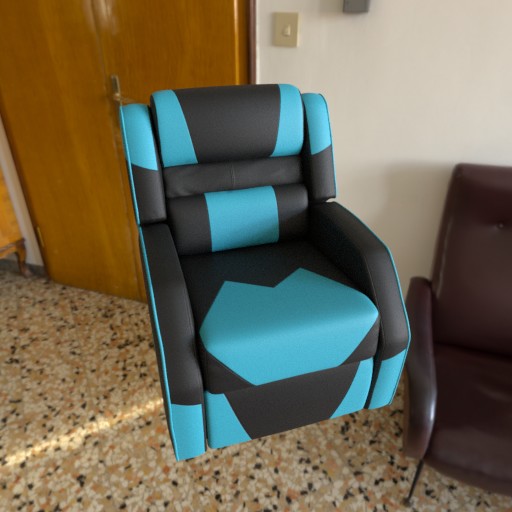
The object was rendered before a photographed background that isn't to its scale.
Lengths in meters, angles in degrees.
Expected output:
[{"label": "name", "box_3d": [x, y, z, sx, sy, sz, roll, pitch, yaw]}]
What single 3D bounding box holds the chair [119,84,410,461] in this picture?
[{"label": "chair", "box_3d": [0.000, 0.000, 1.242, 0.620, 0.805, 0.672, -9, 32, -15]}]
